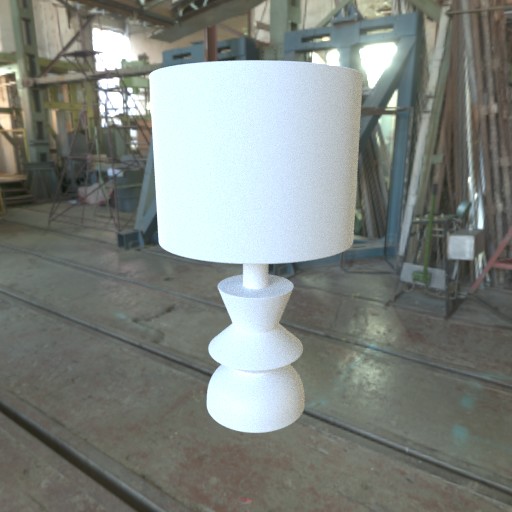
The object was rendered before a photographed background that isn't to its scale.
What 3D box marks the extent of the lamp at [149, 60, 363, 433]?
[{"bbox_3d":[0.000,0.000,0.709,0.301,0.533,0.301,-2,15,-9],"label":"lamp"}]
